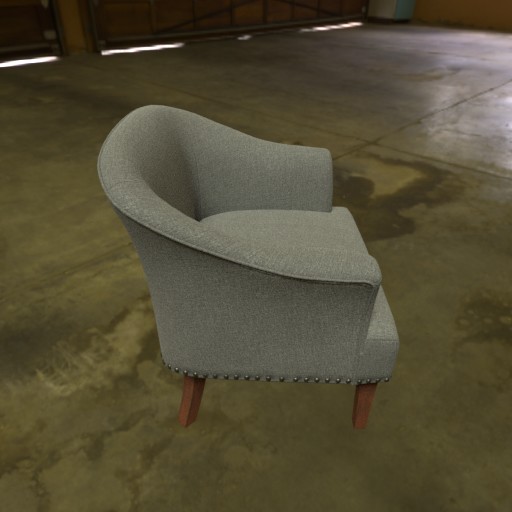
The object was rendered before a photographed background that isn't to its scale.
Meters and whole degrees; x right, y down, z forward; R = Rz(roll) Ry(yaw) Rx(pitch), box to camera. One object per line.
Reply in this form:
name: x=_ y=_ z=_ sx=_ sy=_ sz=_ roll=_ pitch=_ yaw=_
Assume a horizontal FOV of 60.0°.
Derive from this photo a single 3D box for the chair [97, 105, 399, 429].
chair: x=0.000 y=0.000 z=1.346 sx=0.704 sy=0.815 sz=0.798 roll=0 pitch=33 yaw=0
